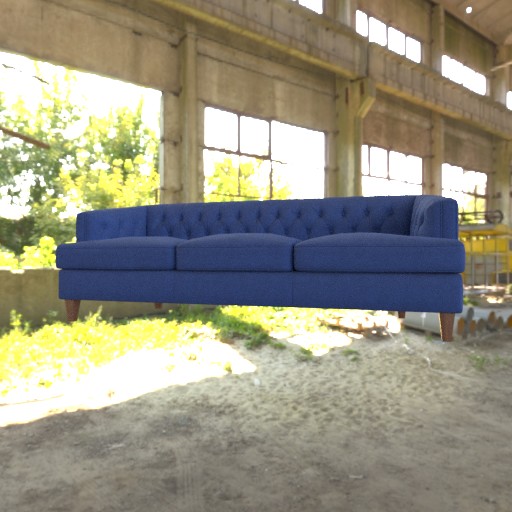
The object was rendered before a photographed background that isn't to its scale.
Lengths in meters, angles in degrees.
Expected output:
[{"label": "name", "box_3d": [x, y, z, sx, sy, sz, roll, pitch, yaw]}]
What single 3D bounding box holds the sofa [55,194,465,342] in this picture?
[{"label": "sofa", "box_3d": [0.000, 0.000, 2.721, 2.235, 0.787, 0.914, 0, 0, 17]}]
